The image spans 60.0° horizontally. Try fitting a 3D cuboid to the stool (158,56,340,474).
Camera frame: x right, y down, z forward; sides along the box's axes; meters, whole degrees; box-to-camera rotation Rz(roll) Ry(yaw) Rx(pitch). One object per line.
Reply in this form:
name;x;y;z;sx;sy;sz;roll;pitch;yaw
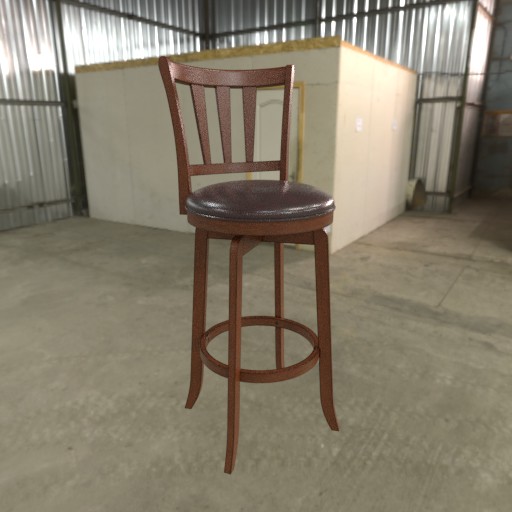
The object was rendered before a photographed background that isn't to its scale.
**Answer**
stool;0.000;0.000;1.411;0.464;1.177;0.503;-9;19;-27
